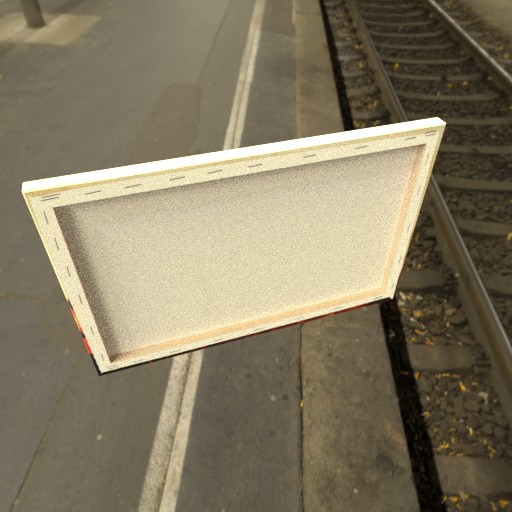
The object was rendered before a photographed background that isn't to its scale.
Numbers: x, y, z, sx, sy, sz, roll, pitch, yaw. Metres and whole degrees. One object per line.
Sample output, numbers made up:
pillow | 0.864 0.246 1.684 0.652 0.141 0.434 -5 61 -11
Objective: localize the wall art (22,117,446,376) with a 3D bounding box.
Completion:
wall art | 0.000 0.000 1.134 0.918 0.602 0.038 -12 43 -13
